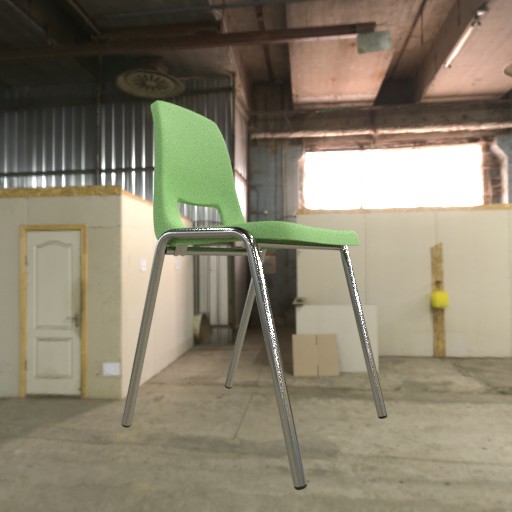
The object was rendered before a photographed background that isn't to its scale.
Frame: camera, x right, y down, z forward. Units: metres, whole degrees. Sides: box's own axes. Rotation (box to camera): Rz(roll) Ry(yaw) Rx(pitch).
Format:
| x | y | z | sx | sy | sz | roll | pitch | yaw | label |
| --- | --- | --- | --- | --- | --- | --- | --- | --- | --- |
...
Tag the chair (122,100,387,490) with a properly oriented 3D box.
| x | y | z | sx | sy | sz | roll | pitch | yaw | label |
| --- | --- | --- | --- | --- | --- | --- | --- | --- | --- |
| 0.000 | 0.000 | 0.934 | 0.436 | 0.704 | 0.381 | 0 | -1 | 35 | chair |
